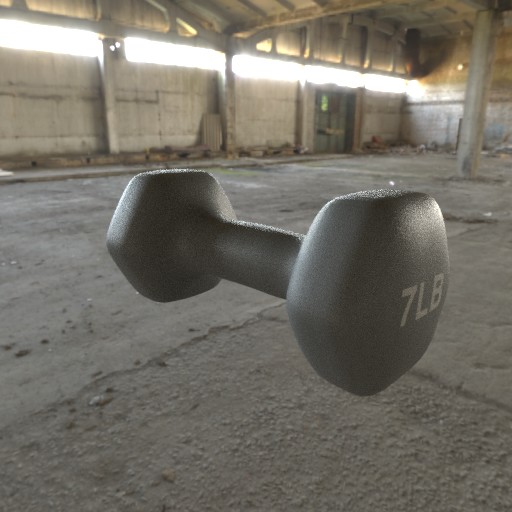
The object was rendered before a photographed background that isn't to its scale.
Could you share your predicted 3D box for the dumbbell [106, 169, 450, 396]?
[{"bbox_3d":[0.000,0.000,0.234,0.090,0.081,0.184,-15,22,-43],"label":"dumbbell"}]
